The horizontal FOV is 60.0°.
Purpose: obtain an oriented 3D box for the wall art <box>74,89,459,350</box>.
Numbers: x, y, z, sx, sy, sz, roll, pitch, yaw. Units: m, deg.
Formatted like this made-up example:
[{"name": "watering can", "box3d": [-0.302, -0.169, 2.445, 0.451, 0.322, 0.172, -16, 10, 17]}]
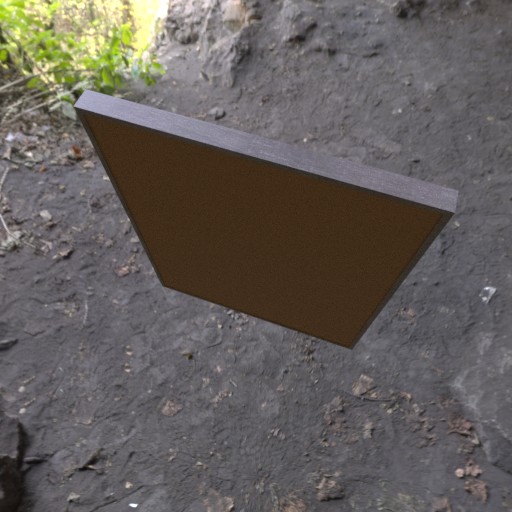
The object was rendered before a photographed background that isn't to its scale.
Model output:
[{"name": "wall art", "box3d": [0.000, 0.000, 0.702, 0.421, 0.521, 0.032, 17, 65, 8]}]
